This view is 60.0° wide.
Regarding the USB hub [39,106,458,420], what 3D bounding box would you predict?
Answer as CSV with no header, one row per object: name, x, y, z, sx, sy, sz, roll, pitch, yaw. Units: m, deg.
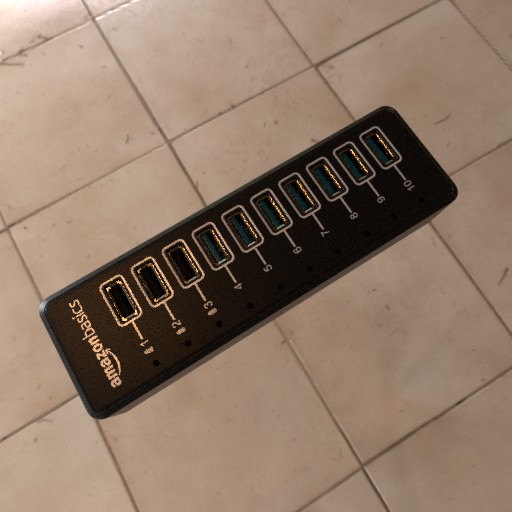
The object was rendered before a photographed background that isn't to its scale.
USB hub,0.000,0.000,0.161,0.145,0.023,0.044,-31,77,-8
